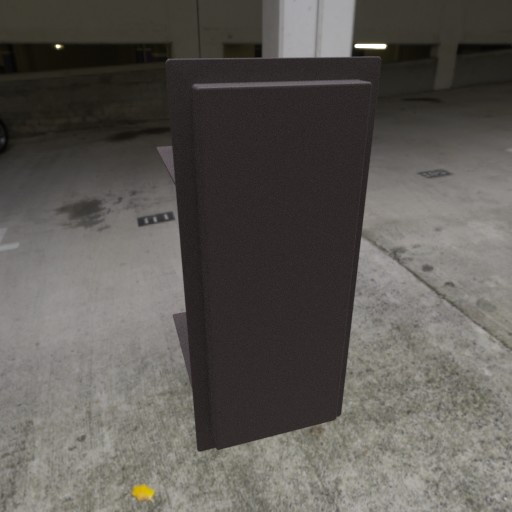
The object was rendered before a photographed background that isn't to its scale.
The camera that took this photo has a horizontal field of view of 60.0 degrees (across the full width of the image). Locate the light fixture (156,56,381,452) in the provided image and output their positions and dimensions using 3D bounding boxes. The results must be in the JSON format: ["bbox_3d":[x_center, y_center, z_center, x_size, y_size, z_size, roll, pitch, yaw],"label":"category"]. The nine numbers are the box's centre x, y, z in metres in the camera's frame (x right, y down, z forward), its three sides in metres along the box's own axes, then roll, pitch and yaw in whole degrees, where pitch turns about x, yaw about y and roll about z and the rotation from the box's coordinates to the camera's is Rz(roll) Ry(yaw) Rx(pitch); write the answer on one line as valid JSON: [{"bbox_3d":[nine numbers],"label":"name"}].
[{"bbox_3d":[0.000,0.000,0.420,0.153,0.347,0.146,-8,27,-16],"label":"light fixture"}]
